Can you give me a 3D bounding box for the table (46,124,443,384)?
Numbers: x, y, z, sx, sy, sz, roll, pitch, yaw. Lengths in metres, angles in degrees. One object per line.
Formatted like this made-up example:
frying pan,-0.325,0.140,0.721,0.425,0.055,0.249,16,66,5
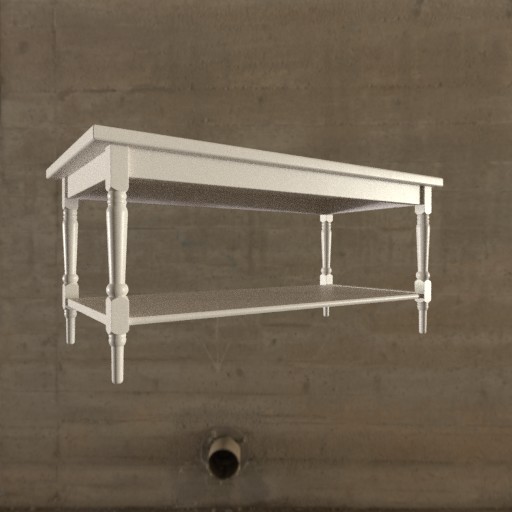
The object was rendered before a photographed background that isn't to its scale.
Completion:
table,0.000,0.000,1.375,1.107,0.510,0.550,0,1,-34
